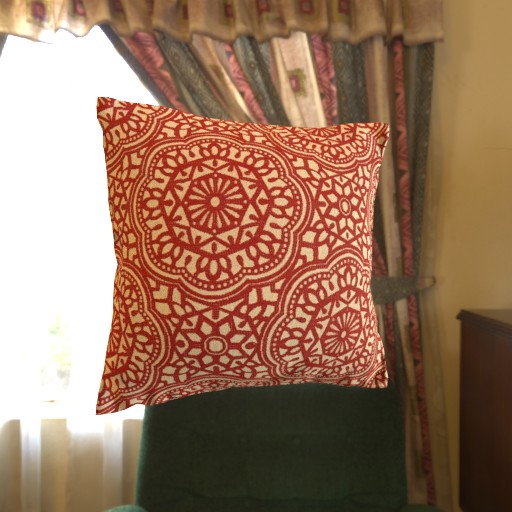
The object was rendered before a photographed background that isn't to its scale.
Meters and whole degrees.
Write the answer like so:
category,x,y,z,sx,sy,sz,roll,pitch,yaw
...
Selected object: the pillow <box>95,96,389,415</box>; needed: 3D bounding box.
category,x,y,z,sx,sy,sz,roll,pitch,yaw
pillow,0.000,0.000,0.640,0.438,0.419,0.162,0,0,-17
